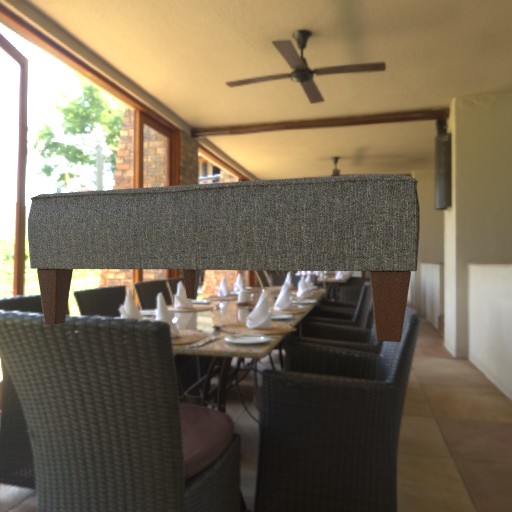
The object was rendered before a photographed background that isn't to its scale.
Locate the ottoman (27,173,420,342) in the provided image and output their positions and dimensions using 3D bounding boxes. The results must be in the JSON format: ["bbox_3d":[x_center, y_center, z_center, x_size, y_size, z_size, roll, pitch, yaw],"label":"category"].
[{"bbox_3d":[0.000,0.000,1.508,1.016,0.379,0.981,0,-1,17],"label":"ottoman"}]
